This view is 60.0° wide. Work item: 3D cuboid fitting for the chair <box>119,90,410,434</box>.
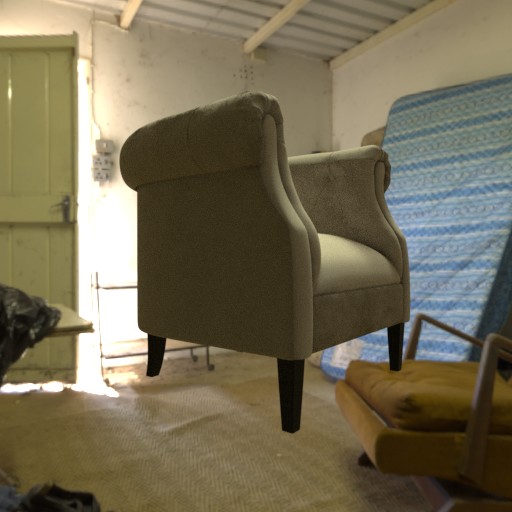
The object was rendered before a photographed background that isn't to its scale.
[{"bbox_3d":[0.000,0.000,1.557,0.851,0.826,0.904,0,0,38],"label":"chair"}]
